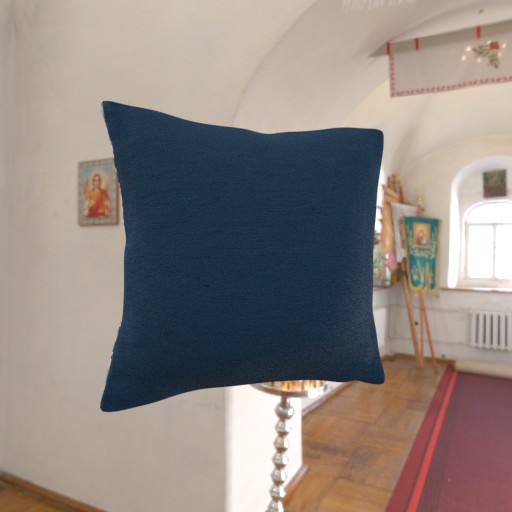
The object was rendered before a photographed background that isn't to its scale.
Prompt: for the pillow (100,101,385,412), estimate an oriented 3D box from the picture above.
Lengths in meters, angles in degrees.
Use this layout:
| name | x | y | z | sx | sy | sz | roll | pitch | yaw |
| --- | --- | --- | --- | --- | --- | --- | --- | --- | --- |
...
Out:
| name | x | y | z | sx | sy | sz | roll | pitch | yaw |
| --- | --- | --- | --- | --- | --- | --- | --- | --- | --- |
| pillow | 0.000 | 0.000 | 0.661 | 0.440 | 0.420 | 0.145 | 0 | 1 | -17 |
